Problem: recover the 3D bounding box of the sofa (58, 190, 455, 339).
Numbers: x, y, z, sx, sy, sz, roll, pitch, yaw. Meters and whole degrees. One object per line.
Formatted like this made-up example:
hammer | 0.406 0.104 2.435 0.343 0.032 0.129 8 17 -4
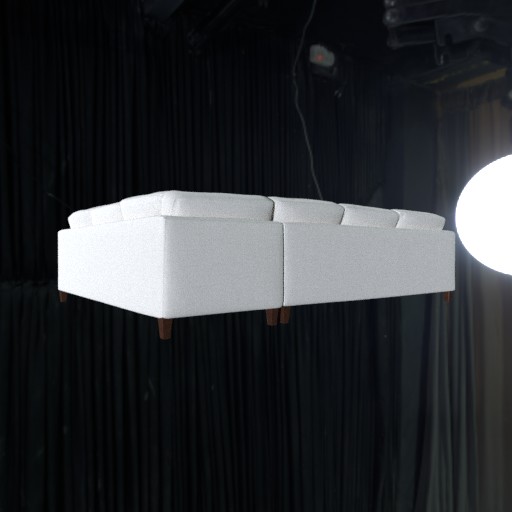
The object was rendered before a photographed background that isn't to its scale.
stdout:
sofa | 0.000 0.000 4.586 3.302 0.947 2.593 0 1 -37
